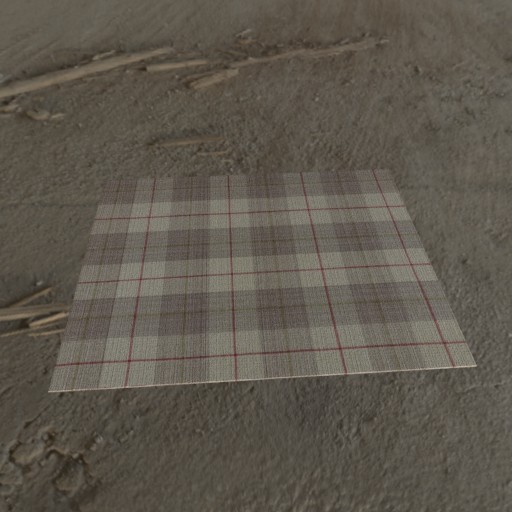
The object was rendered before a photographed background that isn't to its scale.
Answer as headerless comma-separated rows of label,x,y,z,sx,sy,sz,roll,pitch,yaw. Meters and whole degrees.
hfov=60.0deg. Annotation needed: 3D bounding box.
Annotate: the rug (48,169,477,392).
rug,0.000,0.000,3.842,2.959,0.016,2.317,-3,47,-3
